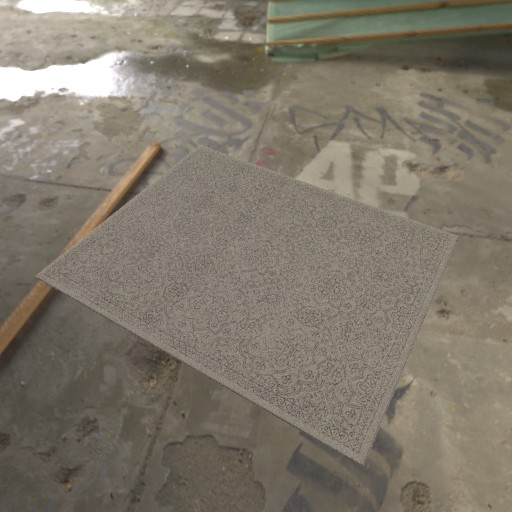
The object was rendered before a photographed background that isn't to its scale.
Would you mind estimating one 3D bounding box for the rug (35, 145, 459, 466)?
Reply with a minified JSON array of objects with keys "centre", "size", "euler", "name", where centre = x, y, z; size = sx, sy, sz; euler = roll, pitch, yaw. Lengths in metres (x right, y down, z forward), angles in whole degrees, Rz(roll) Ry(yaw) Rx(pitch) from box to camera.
[{"centre":[0.000,0.000,4.053],"size":[3.050,0.015,2.441],"euler":[24,51,21],"name":"rug"}]
